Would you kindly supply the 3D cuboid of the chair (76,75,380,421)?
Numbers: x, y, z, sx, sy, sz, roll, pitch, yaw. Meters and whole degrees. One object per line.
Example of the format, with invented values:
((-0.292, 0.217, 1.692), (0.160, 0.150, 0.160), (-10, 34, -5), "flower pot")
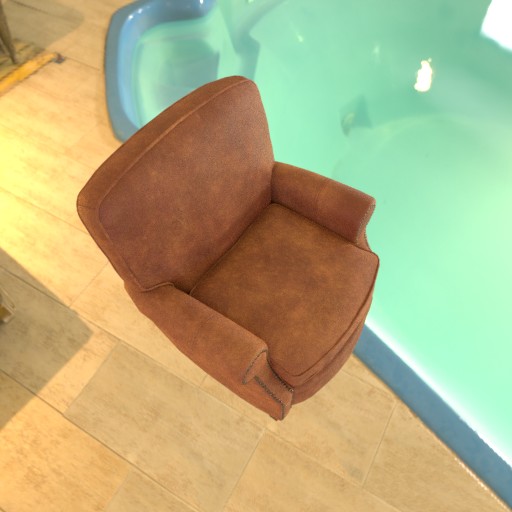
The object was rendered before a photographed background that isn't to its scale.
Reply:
((0.000, 0.000, 1.762), (0.986, 1.018, 0.936), (31, 62, 19), "chair")
